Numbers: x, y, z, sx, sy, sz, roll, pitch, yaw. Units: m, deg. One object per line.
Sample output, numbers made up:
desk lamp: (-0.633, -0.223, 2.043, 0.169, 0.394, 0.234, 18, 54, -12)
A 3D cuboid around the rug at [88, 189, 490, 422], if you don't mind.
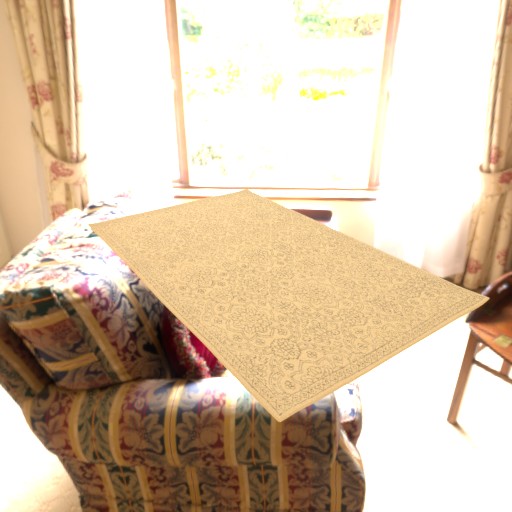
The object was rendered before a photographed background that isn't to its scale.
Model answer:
rug: (0.000, 0.000, 2.991, 1.518, 0.023, 2.434, -18, 32, -31)
